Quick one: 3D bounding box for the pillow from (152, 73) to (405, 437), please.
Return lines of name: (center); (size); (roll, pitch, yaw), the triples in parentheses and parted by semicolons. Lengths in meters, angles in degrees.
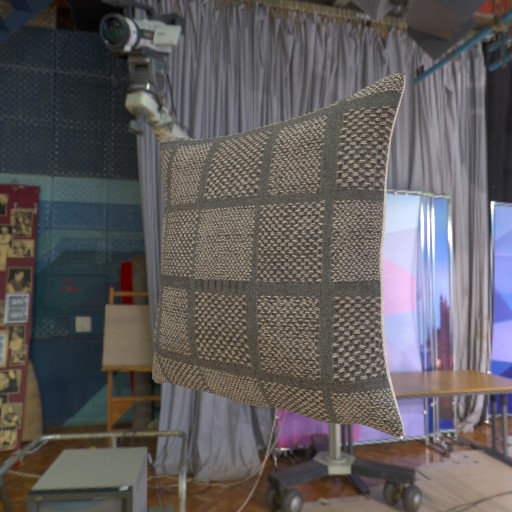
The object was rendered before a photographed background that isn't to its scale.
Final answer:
pillow: (0.000, 0.000, 0.648); (0.435, 0.432, 0.138); (-1, -2, 37)
